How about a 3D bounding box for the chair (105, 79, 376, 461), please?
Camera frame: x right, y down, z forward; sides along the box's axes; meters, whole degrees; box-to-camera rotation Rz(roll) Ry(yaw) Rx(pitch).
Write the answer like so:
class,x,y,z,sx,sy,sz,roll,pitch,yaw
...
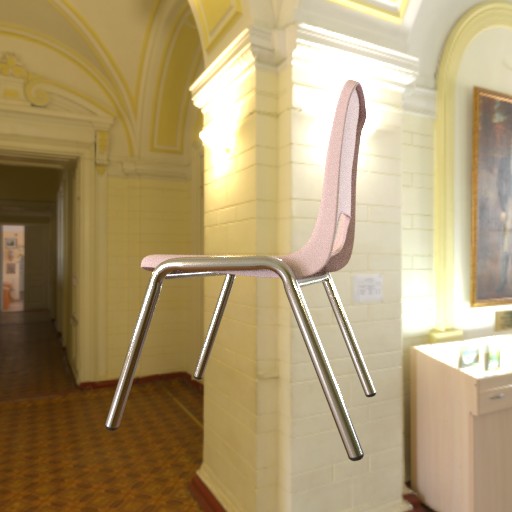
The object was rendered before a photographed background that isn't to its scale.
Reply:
class,x,y,z,sx,sy,sz,roll,pitch,yaw
chair,0.000,0.000,0.843,0.423,0.586,0.354,0,-1,18
